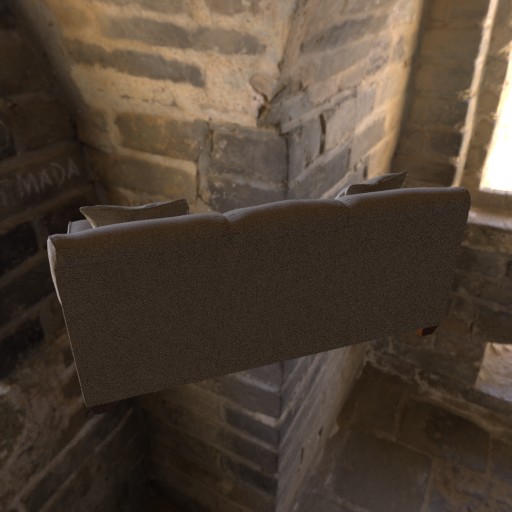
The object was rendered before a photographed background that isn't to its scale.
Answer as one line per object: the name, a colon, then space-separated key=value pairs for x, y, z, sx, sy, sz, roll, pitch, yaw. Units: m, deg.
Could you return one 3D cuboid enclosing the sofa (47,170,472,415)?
sofa: x=0.000 y=0.000 z=2.555 sx=2.024 sy=0.958 sz=0.997 roll=-9 pitch=28 yaw=-17
